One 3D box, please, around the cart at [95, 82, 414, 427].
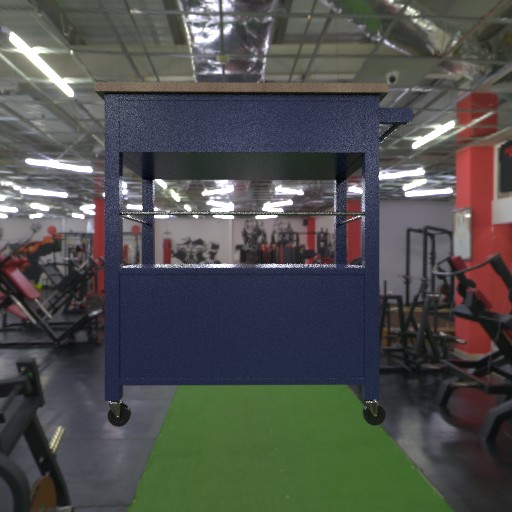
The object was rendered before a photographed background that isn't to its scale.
[{"bbox_3d":[0.000,0.000,1.380,0.840,0.901,0.459,0,0,-1],"label":"cart"}]
